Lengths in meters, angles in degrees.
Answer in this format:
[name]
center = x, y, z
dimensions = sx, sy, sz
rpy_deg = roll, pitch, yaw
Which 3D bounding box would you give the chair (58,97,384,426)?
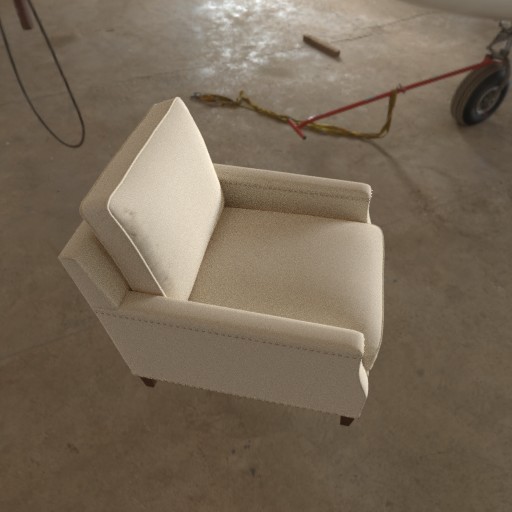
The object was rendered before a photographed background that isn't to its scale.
[chair]
center = 0.000, 0.000, 1.738
dimensions = 1.014, 0.943, 0.853
rpy_deg = 9, 48, 8
